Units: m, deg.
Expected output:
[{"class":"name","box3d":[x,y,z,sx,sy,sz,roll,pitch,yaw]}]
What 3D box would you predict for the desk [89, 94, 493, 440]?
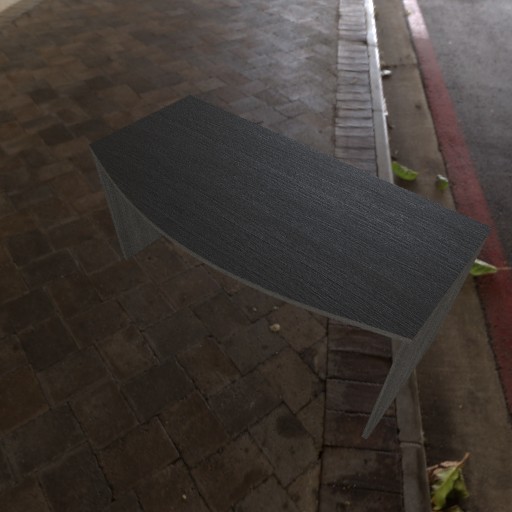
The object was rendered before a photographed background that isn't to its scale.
[{"class":"desk","box3d":[0.000,0.000,2.046,1.600,0.750,0.802,32,54,27]}]
